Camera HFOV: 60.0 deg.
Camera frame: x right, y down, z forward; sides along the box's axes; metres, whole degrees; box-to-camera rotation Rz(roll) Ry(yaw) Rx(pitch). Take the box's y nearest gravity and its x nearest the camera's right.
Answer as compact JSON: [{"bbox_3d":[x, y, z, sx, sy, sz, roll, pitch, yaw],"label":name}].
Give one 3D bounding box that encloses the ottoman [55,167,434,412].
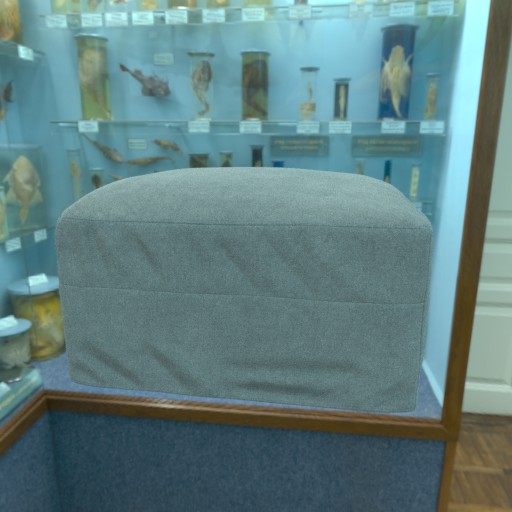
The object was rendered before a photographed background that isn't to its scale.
[{"bbox_3d":[0.000,0.000,1.227,0.837,0.481,0.683,2,15,9],"label":"ottoman"}]
